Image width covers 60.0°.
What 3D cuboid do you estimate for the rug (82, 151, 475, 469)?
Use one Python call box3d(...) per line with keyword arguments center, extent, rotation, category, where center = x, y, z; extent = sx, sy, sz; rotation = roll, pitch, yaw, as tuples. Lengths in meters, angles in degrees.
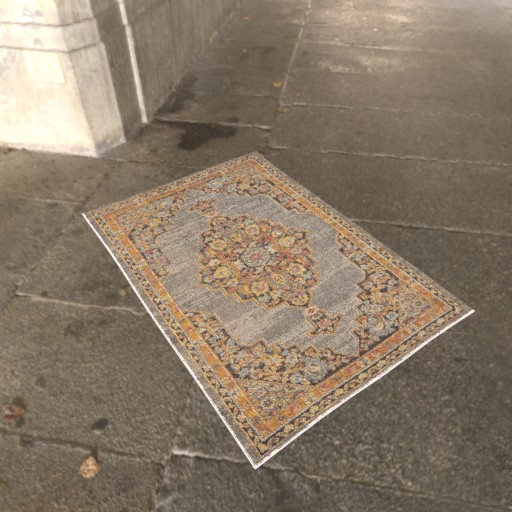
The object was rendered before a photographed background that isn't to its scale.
box3d(center=(0.000, 0.000, 4.018), extent=(2.158, 0.024, 3.063), rotation=(-26, 49, -25), category="rug")
